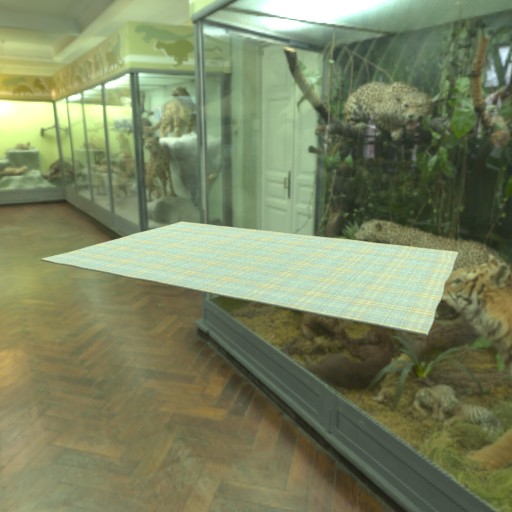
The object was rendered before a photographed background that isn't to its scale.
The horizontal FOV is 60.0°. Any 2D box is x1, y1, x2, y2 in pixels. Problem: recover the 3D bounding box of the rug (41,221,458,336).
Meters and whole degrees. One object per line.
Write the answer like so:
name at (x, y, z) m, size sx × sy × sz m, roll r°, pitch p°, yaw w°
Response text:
rug at (0.000, 0.000, 3.067) m, size 2.460 × 0.016 × 1.545 m, roll 8°, pitch 17°, yaw 27°
